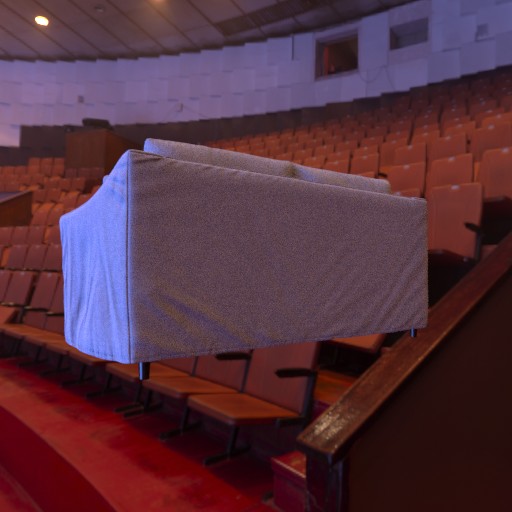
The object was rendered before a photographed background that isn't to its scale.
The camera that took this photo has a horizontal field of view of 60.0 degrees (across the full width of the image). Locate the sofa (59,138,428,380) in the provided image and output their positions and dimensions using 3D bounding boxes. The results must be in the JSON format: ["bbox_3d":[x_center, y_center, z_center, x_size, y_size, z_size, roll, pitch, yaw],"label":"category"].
[{"bbox_3d":[0.000,0.000,2.650,2.010,1.018,1.072,1,-2,-37],"label":"sofa"}]
